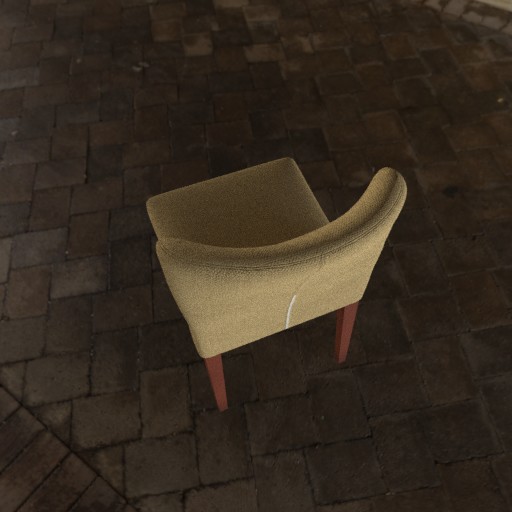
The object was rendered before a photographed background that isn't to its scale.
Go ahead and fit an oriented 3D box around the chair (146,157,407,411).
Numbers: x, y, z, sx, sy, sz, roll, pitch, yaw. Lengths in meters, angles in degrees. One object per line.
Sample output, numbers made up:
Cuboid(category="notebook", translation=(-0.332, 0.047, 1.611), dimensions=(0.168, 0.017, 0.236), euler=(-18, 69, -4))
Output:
Cuboid(category="chair", translation=(0.000, 0.000, 1.199), dimensions=(0.491, 0.839, 0.589), euler=(-19, 59, -12))
